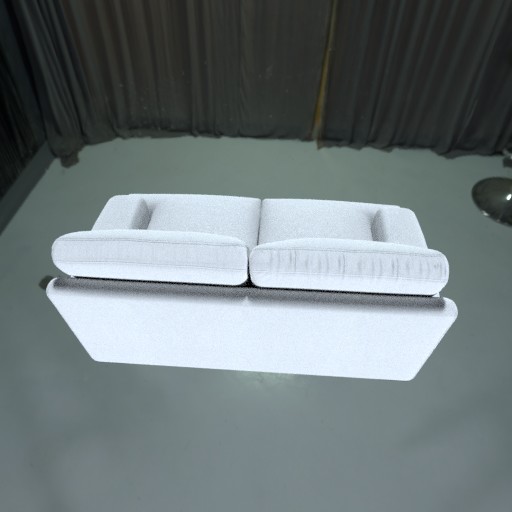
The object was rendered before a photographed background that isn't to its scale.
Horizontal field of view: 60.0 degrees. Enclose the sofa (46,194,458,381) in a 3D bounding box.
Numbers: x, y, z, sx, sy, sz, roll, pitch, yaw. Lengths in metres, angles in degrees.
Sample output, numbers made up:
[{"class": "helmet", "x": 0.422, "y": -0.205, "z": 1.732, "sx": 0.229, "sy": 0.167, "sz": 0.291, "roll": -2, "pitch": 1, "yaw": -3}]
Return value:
[{"class": "sofa", "x": 0.000, "y": 0.000, "z": 2.518, "sx": 1.880, "sy": 0.940, "sz": 1.143, "roll": 3, "pitch": 47, "yaw": 3}]
